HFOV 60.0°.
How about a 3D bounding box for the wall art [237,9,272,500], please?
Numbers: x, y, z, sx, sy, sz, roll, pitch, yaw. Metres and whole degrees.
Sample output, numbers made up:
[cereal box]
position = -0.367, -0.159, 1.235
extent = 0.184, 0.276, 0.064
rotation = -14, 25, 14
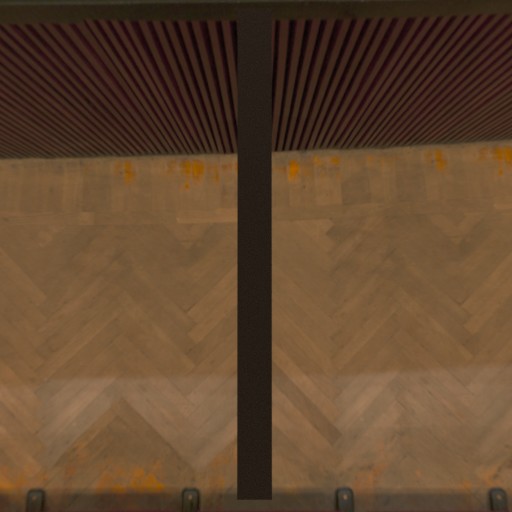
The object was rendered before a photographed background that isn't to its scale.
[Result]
[wall art]
position = 0.000, 0.000, 0.521
extent = 0.028, 0.325, 0.397
rotation = 0, 89, 0
